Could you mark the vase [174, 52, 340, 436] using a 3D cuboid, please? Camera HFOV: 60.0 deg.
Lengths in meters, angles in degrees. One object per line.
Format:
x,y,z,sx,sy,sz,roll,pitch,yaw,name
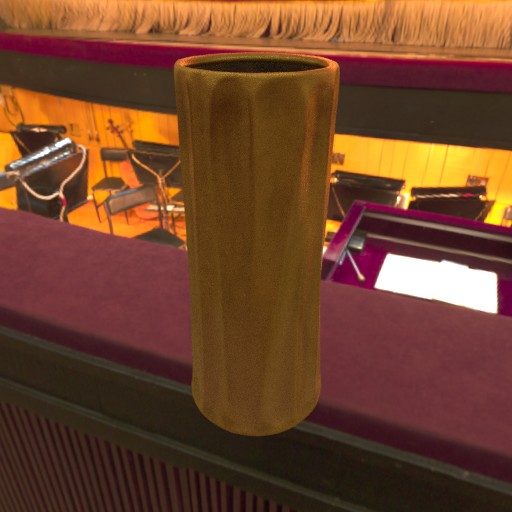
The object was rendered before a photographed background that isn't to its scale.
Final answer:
0.000,0.000,0.176,0.061,0.143,0.061,0,30,0,vase
